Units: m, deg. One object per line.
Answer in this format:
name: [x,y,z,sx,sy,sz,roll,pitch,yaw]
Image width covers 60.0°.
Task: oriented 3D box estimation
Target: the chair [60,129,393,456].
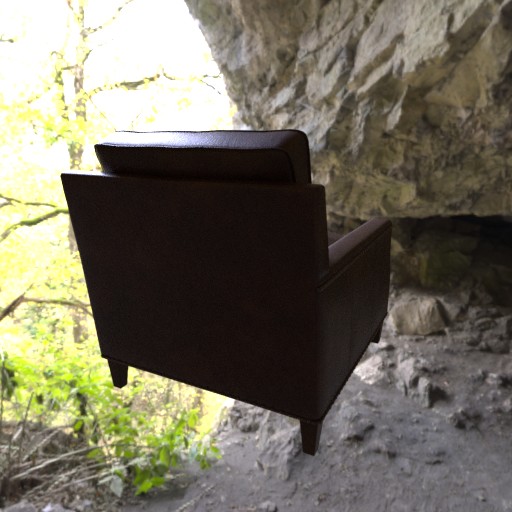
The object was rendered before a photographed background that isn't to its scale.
chair: [0.000,0.000,1.693,0.853,0.929,1.014,8,18,27]
